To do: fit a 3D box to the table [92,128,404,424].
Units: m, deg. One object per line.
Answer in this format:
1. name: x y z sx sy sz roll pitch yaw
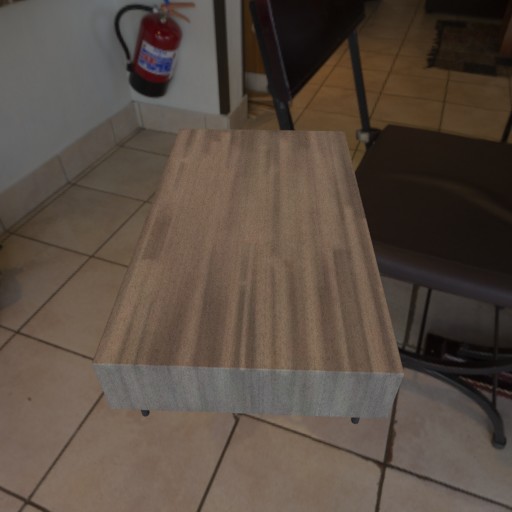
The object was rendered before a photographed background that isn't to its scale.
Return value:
1. table: 0.000 0.000 1.426 0.643 0.347 1.088 1 42 2
